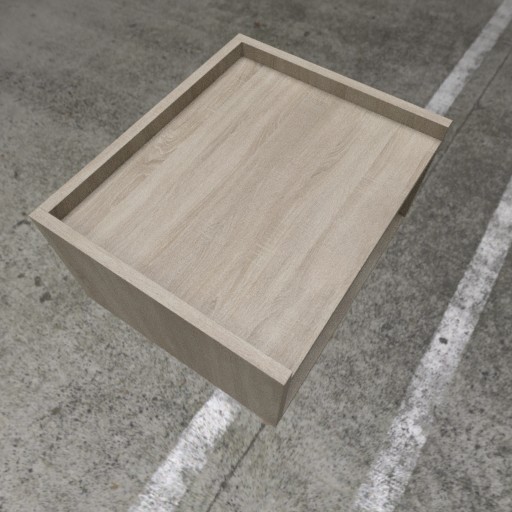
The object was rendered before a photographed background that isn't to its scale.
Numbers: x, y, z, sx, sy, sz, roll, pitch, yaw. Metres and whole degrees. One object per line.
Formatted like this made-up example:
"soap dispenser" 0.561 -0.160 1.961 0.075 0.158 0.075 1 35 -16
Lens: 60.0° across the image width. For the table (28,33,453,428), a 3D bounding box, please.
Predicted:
"table" 0.000 0.000 0.787 0.370 0.470 0.450 30 64 17
